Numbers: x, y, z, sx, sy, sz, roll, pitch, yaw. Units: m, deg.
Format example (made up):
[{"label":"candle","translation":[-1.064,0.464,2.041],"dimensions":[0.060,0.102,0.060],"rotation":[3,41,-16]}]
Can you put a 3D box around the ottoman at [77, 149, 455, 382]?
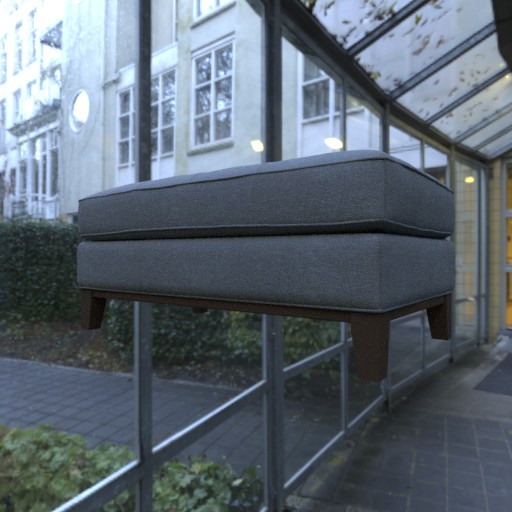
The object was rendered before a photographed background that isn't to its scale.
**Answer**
[{"label":"ottoman","translation":[0.000,0.000,1.473],"dimensions":[1.143,0.514,0.648],"rotation":[0,0,37]}]
